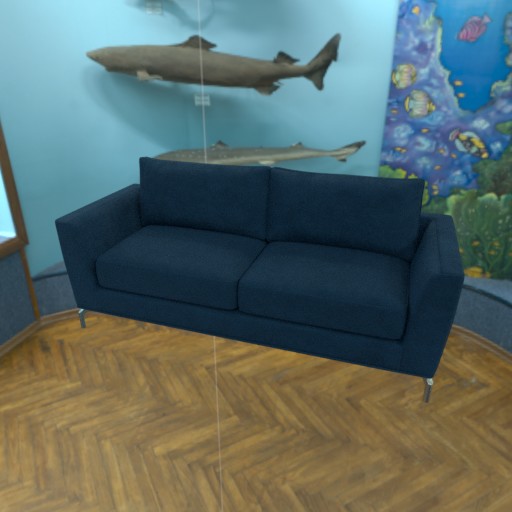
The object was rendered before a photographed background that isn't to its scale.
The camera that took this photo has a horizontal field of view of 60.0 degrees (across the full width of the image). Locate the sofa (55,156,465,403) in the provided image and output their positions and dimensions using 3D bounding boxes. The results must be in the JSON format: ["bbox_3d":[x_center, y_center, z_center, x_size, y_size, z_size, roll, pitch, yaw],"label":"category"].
[{"bbox_3d":[0.000,0.000,2.713,2.212,0.998,0.853,8,26,17],"label":"sofa"}]
